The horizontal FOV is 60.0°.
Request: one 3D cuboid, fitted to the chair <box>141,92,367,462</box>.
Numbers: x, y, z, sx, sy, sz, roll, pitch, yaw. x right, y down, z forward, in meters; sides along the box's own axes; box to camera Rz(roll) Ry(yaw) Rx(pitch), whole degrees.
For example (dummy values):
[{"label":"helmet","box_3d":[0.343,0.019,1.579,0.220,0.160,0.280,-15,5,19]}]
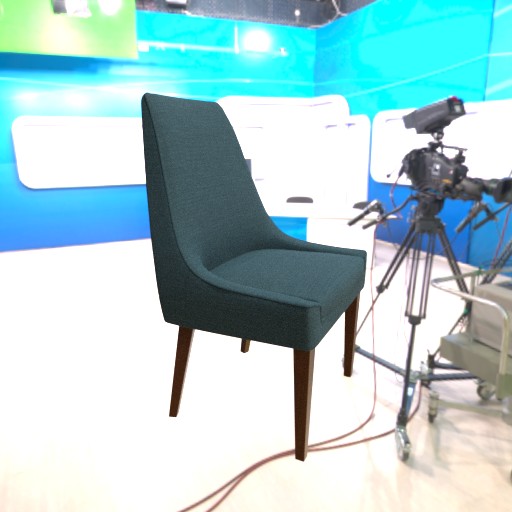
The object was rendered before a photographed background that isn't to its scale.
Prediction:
[{"label":"chair","box_3d":[0.000,0.000,1.246,0.544,0.861,0.529,7,16,25]}]
